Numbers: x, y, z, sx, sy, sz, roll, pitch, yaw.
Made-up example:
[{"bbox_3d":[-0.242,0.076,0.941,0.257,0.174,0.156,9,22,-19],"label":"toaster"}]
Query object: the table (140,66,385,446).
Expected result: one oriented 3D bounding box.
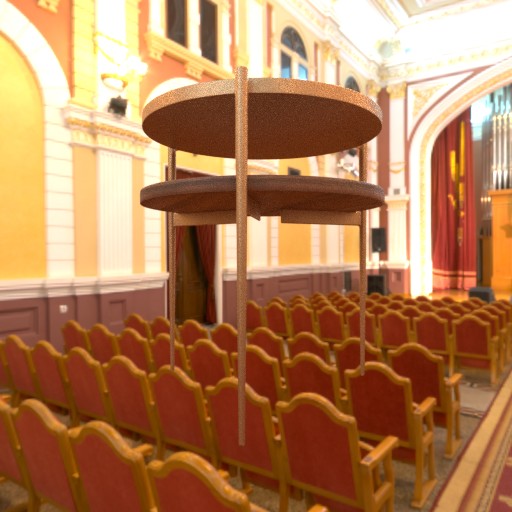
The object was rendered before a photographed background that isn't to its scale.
[{"bbox_3d":[0.000,0.000,0.817,0.456,0.493,0.430,0,1,36],"label":"table"}]
